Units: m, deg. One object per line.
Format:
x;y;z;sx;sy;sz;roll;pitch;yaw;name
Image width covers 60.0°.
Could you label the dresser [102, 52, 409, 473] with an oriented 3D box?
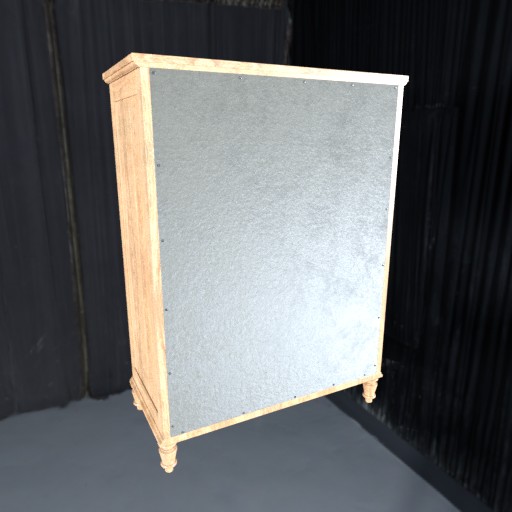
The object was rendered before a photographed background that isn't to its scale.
0.000;0.000;1.734;0.973;1.318;0.484;-8;17;-27;dresser
